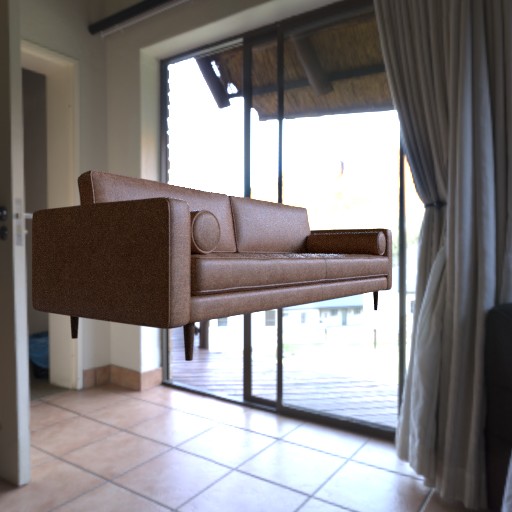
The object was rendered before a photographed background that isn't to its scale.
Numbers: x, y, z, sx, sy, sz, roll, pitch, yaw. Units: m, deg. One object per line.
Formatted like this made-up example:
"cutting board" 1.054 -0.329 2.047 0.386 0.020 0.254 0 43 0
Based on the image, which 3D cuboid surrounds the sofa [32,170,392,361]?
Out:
"sofa" 0.000 0.000 2.597 0.919 0.770 2.200 0 0 36
